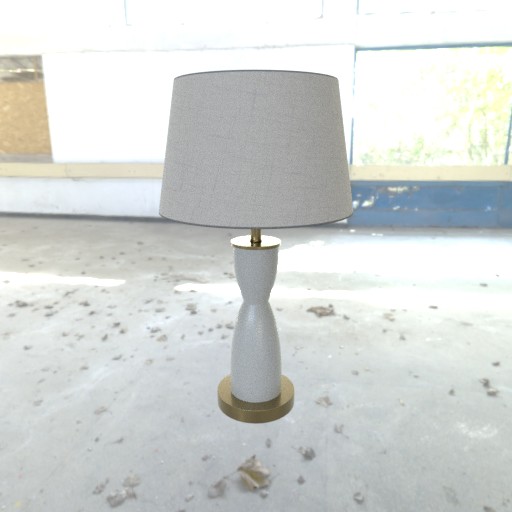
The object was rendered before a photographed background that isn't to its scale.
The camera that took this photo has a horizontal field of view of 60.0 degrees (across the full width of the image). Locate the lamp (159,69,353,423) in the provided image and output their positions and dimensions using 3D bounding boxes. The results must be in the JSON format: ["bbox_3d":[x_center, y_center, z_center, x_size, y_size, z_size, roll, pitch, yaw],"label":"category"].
[{"bbox_3d":[0.000,0.000,0.739,0.309,0.545,0.309,0,15,0],"label":"lamp"}]
